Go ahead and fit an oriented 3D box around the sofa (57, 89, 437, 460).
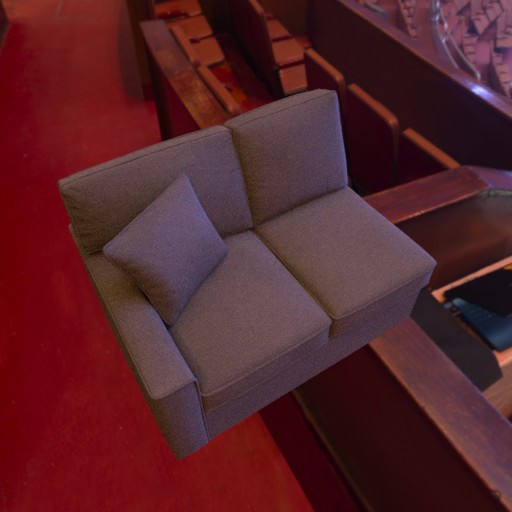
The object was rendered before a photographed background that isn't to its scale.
[{"bbox_3d":[0.000,0.000,2.043,1.388,0.989,0.991,-25,52,-22],"label":"sofa"}]
